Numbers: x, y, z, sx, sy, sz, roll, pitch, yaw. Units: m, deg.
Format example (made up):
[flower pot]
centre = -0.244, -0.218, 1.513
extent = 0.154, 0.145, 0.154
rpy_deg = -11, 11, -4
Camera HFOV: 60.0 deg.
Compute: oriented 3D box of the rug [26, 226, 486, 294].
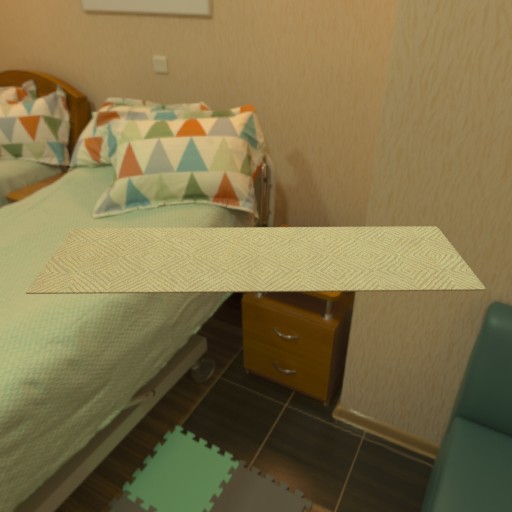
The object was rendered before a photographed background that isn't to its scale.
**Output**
[rug]
centre = 0.000, 0.000, 2.474
extent = 2.277, 0.008, 0.676
rpy_deg = 0, 31, -1
